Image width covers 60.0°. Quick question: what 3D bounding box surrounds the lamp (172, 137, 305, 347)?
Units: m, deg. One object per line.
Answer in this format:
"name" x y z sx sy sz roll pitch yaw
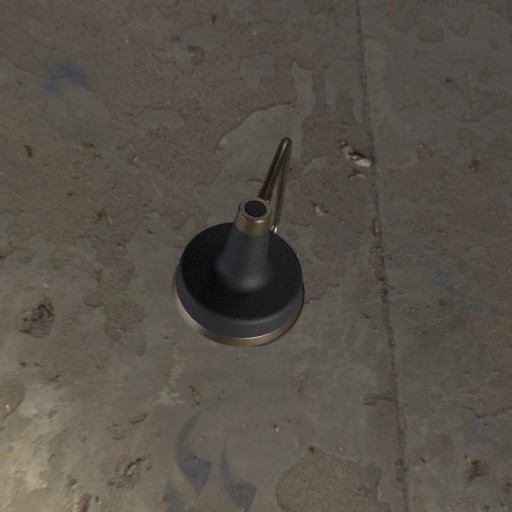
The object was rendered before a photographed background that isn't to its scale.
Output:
"lamp" 0.000 0.000 0.514 0.162 0.385 0.218 18 77 4
